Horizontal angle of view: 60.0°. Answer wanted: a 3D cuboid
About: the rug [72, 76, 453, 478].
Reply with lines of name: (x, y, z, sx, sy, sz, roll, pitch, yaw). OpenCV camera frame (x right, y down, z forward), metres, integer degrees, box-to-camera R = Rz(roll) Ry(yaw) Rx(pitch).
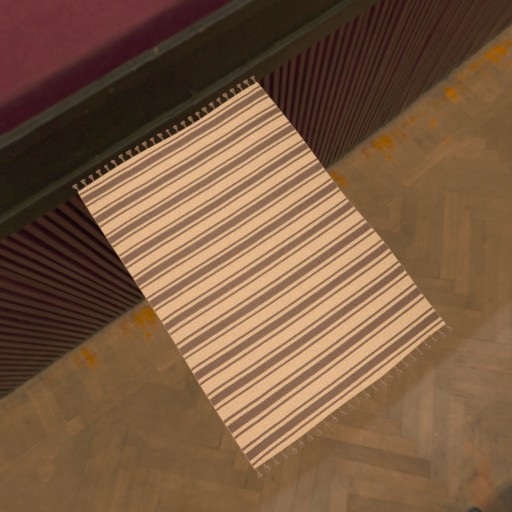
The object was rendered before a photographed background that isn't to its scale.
rug: (0.000, 0.000, 3.922, 2.030, 0.017, 3.040, -34, 79, -8)
